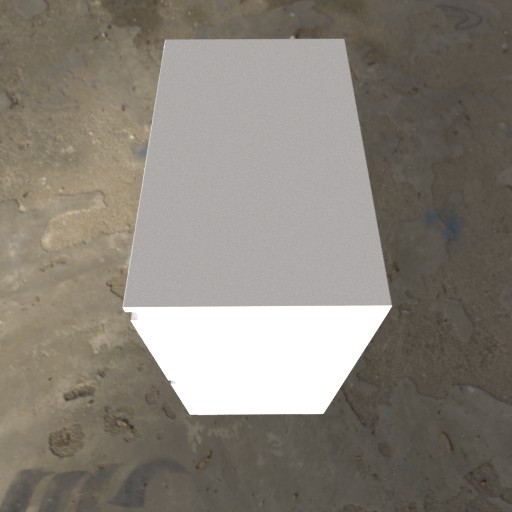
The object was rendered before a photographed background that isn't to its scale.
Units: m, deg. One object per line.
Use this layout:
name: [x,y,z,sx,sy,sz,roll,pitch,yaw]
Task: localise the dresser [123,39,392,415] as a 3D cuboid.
dresser: [0.000,0.000,1.166,0.400,0.800,0.650,0,59,0]
